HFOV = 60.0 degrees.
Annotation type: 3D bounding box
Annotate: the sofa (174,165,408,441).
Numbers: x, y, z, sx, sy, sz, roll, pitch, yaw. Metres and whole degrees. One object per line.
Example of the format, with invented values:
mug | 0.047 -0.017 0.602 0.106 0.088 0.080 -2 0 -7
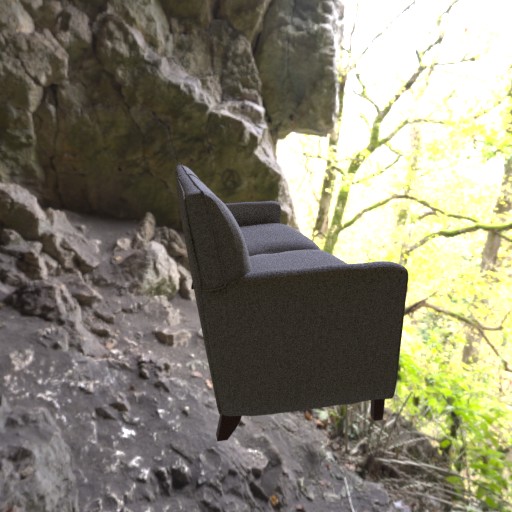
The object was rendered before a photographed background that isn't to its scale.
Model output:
sofa | 0.000 0.000 2.518 0.854 0.942 2.026 -3 14 -11
